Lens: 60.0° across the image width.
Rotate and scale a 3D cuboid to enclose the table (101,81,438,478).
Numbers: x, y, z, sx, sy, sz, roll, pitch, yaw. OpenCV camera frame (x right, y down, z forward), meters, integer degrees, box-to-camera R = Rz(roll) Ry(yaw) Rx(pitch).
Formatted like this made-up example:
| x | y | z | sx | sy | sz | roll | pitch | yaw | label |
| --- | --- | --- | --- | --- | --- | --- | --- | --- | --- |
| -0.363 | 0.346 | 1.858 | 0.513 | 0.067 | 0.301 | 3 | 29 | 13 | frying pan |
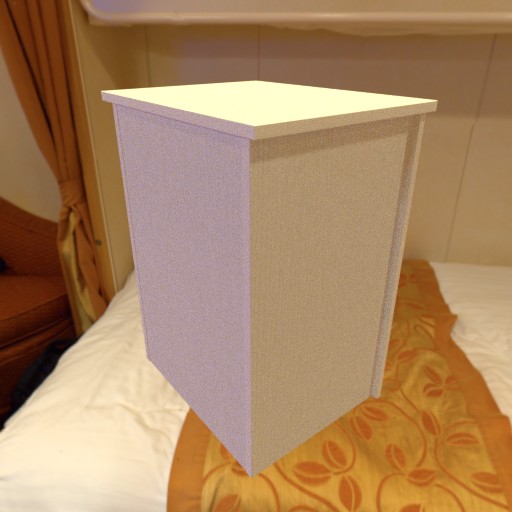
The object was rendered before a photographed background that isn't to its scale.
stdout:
| x | y | z | sx | sy | sz | roll | pitch | yaw | label |
| --- | --- | --- | --- | --- | --- | --- | --- | --- | --- |
| 0.000 | 0.000 | 0.926 | 0.381 | 0.635 | 0.480 | -19 | 32 | -34 | table |
